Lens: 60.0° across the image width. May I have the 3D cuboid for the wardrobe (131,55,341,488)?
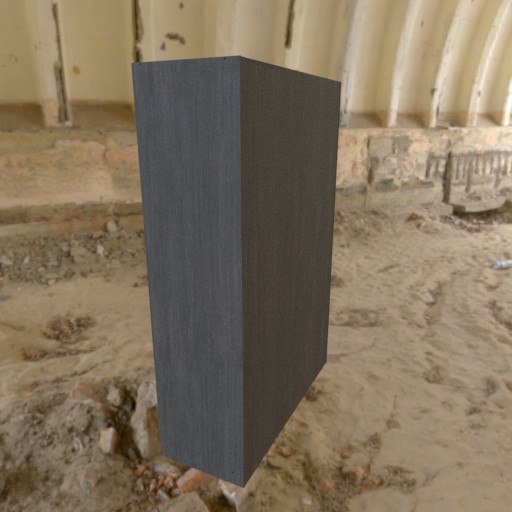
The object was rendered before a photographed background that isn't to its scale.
[{"bbox_3d":[0.000,0.000,2.508,0.510,1.910,1.290,8,19,25],"label":"wardrobe"}]
